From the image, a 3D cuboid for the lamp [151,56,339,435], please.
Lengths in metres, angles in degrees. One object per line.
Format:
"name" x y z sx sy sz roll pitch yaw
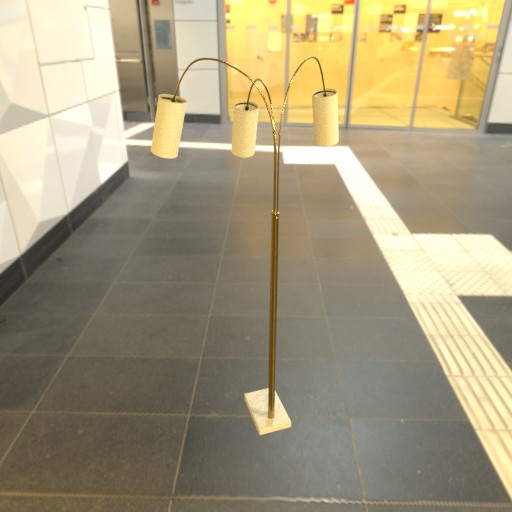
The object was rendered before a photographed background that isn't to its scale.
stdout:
"lamp" 0.000 0.000 2.502 1.020 2.055 0.667 -8 27 -16
